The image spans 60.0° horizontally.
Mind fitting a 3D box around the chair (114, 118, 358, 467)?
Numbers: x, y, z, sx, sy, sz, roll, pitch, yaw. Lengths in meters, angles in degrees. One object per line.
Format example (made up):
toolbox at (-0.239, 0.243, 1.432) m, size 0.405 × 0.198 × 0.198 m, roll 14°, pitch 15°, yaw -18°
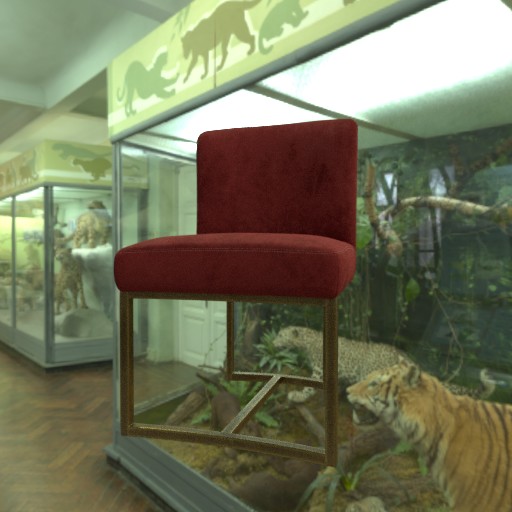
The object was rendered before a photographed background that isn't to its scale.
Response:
chair at (0.000, 0.000, 1.187) m, size 0.530 × 0.824 × 0.560 m, roll 0°, pitch 1°, yaw 18°
